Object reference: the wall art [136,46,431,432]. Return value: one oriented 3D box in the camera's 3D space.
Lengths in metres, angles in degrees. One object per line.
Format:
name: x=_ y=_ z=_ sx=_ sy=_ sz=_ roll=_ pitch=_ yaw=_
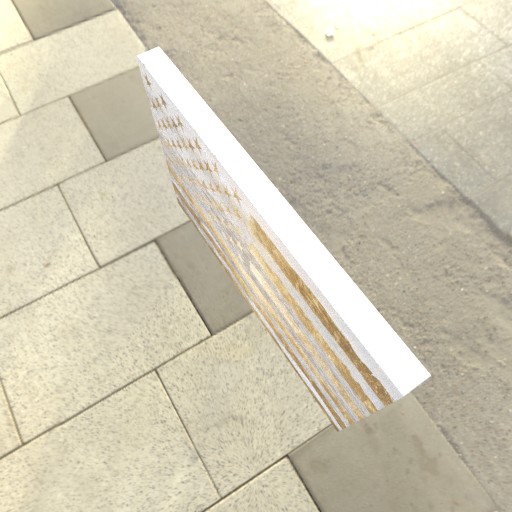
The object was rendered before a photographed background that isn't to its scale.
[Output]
wall art: x=0.000 y=0.000 z=0.755 sx=0.041 sy=0.407 sz=0.606 roll=-31 pitch=68 yaw=-14
